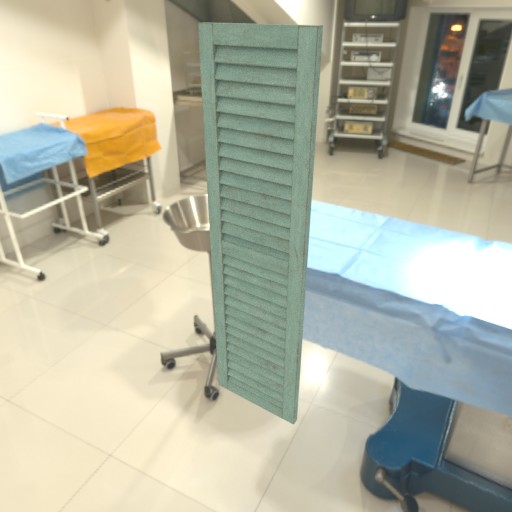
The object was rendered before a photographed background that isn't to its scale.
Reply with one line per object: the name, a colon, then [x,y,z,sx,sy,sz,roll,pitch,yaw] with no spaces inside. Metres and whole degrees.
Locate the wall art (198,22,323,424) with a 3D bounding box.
wall art: [0.000,0.000,1.314,0.329,1.219,0.025,18,34,29]
